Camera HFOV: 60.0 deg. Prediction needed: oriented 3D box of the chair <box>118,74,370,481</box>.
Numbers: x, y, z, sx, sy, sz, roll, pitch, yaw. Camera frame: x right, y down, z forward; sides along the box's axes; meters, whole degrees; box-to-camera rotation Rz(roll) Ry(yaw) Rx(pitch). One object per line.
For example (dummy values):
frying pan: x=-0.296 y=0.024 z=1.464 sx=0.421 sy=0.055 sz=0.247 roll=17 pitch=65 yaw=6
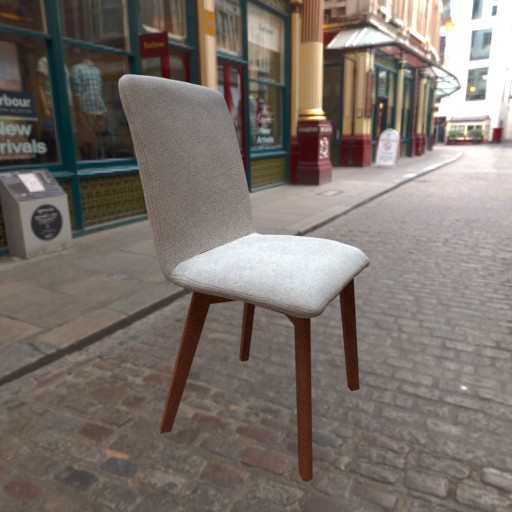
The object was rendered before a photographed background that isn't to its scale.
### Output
chair: x=0.000 y=0.000 z=1.288 sx=0.563 sy=0.974 sz=0.522 roll=8 pitch=17 yaw=26
